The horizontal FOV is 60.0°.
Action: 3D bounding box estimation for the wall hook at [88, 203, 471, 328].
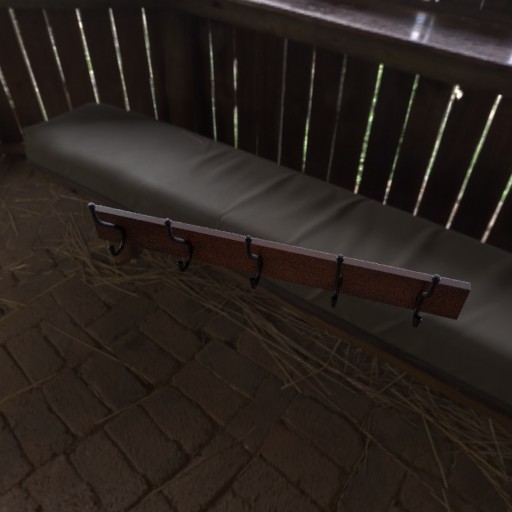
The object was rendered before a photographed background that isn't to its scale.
[{"bbox_3d":[0.000,0.000,0.627,0.571,0.117,0.071,12,43,13],"label":"wall hook"}]
